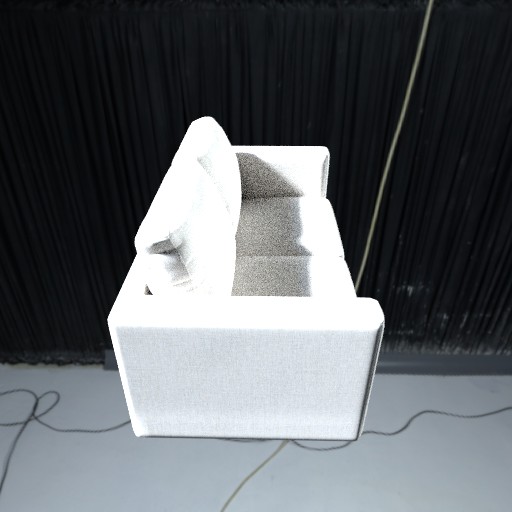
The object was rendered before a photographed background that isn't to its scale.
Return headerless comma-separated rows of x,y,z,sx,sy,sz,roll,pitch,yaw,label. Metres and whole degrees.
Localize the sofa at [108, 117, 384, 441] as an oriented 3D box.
0.000,0.000,1.930,0.796,0.908,1.430,1,33,1,sofa
